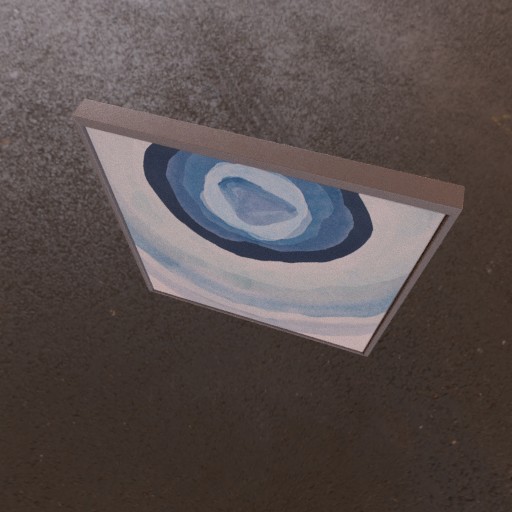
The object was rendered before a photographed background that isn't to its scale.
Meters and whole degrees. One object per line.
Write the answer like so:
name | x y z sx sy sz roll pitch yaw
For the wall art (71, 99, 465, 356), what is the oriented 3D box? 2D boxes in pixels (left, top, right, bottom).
wall art | 0.000 0.000 0.531 0.349 0.349 0.028 15 60 9
